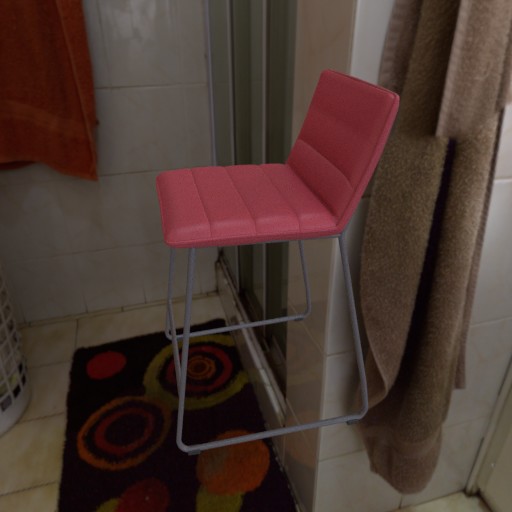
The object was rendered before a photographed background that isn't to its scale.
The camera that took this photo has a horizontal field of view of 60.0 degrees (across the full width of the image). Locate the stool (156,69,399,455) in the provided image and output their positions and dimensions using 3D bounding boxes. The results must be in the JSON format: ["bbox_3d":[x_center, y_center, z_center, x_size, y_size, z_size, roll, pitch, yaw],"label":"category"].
[{"bbox_3d":[0.000,0.000,1.170,0.524,0.866,0.489,-7,31,-12],"label":"stool"}]
